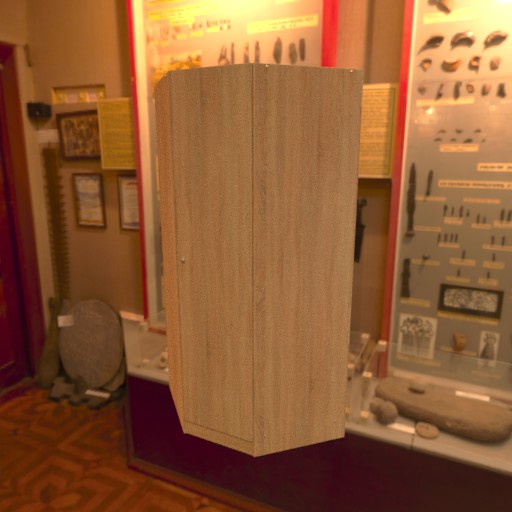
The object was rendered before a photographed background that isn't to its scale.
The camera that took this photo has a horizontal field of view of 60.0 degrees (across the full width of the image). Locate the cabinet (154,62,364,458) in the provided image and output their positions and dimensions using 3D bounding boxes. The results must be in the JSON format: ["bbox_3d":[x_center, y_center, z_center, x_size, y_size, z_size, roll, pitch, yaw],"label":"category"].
[{"bbox_3d":[0.000,0.000,2.863,1.327,2.120,1.094,7,15,26],"label":"cabinet"}]
